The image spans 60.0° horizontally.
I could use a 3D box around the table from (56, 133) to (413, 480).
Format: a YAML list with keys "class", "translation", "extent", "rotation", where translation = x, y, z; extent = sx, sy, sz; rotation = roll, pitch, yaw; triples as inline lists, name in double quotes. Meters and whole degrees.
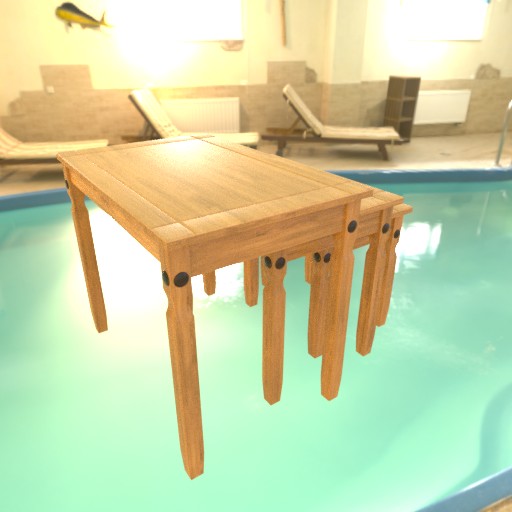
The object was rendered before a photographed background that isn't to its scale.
- class: "table"
  translation: [0.000, 0.000, 1.194]
  extent: [0.773, 0.535, 0.660]
  rotation: [-17, 31, -31]
